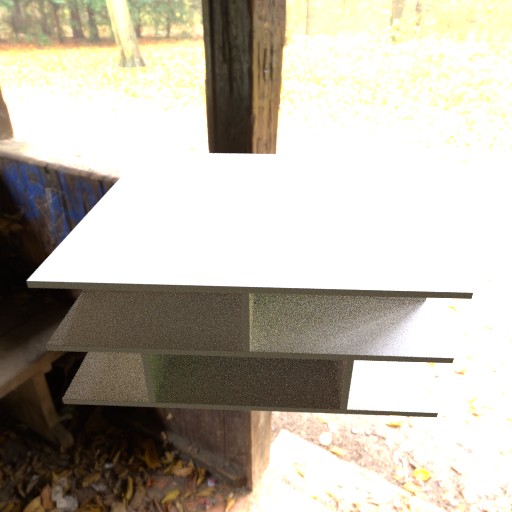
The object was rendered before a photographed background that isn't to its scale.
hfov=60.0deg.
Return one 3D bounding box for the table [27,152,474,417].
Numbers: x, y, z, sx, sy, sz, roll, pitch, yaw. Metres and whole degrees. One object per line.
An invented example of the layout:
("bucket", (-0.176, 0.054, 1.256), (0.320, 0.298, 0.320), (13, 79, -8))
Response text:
("table", (0.000, 0.000, 1.067), (0.700, 0.289, 0.700), (1, 30, 2))
